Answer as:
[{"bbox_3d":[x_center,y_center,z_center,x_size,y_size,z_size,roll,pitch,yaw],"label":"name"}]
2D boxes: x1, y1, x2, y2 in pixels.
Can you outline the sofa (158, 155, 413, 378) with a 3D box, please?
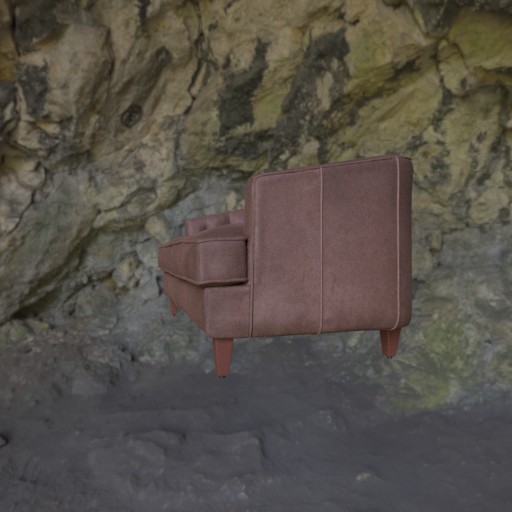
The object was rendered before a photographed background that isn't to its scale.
[{"bbox_3d":[0.000,0.000,2.303,0.917,0.799,1.767,0,0,-16],"label":"sofa"}]
